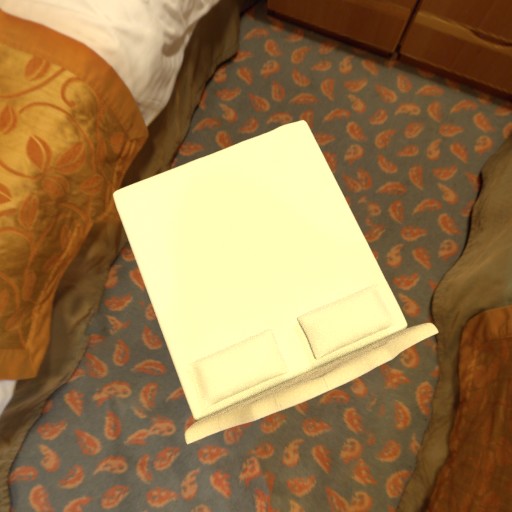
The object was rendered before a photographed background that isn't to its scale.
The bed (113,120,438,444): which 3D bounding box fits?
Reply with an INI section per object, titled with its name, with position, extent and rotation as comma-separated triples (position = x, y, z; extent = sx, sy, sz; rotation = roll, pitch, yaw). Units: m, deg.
[bed]
position = 0.000, 0.000, 3.626
extent = 2.008, 1.615, 2.214
rotation = -22, 77, -5
